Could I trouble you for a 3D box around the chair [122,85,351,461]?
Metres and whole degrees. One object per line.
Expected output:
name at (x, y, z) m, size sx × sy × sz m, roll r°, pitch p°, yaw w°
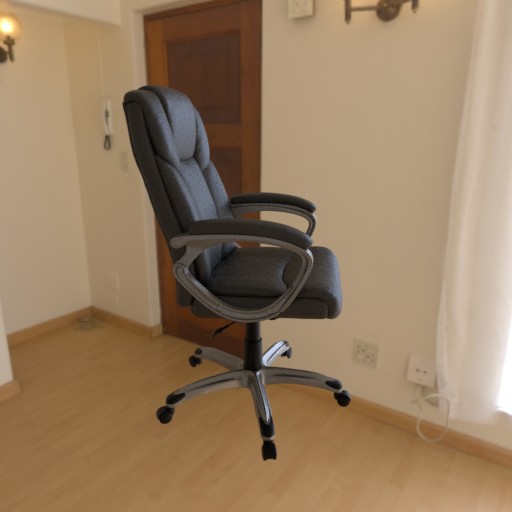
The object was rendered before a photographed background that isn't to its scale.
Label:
chair at (0.000, 0.000, 1.571) m, size 0.719 × 1.130 × 0.721 m, roll 3°, pitch 16°, yaw 9°
